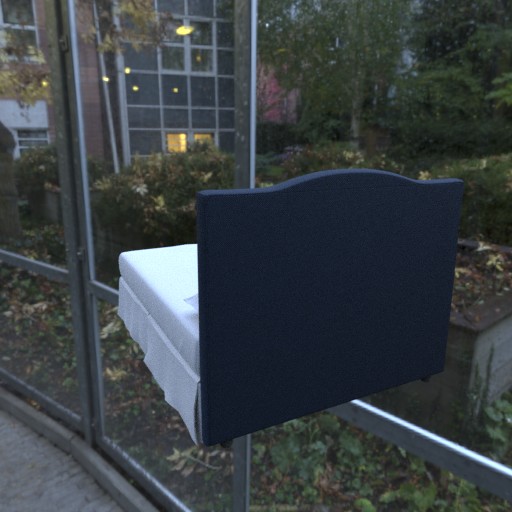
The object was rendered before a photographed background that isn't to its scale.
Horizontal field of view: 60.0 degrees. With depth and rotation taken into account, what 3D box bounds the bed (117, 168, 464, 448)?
[{"bbox_3d":[0.000,0.000,3.458,1.821,1.436,2.282,-7,16,-26],"label":"bed"}]
